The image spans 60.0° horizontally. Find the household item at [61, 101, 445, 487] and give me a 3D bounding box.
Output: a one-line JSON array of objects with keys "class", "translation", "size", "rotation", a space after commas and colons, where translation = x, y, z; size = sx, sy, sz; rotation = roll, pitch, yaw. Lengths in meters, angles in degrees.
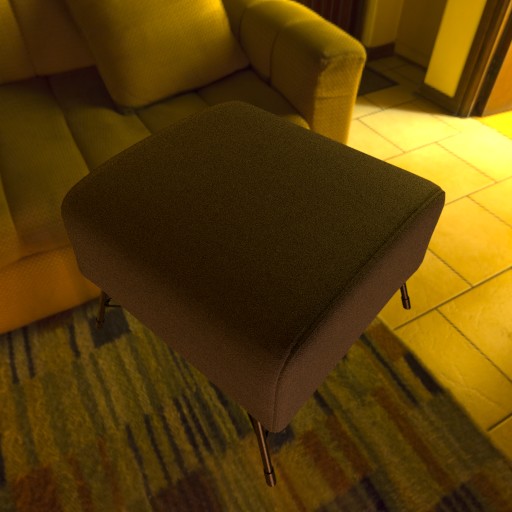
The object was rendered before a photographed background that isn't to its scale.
[{"class": "household item", "translation": [0.000, 0.000, 0.891], "size": [0.530, 0.410, 0.530], "rotation": [32, 54, 27]}]
